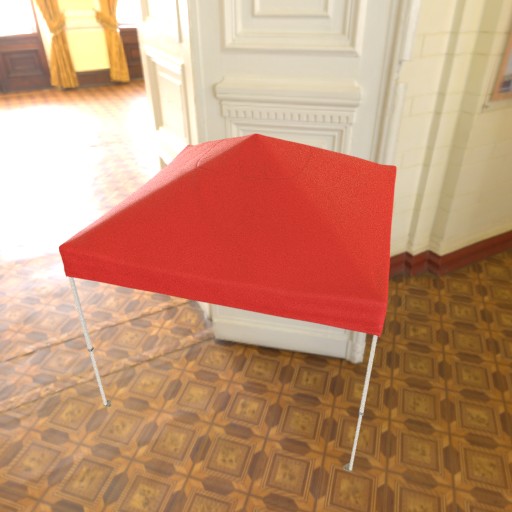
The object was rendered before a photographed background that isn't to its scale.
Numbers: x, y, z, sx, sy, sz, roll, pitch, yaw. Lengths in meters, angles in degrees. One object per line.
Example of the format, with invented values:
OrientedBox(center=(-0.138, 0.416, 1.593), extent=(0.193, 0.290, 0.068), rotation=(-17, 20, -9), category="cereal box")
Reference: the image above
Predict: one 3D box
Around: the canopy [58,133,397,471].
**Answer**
OrientedBox(center=(0.000, 0.000, 5.368), extent=(2.996, 2.997, 2.998), rotation=(9, 34, 14), category="canopy")
